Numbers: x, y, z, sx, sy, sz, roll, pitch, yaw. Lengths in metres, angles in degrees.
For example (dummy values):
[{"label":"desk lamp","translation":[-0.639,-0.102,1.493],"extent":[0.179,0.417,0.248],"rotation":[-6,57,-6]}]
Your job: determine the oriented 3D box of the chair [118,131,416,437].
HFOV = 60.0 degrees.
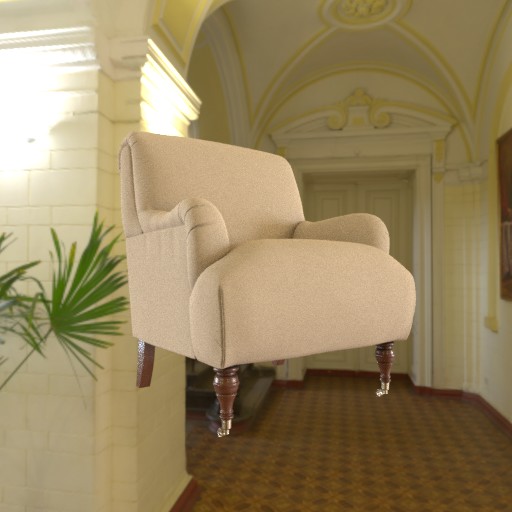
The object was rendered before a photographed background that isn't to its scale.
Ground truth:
[{"label":"chair","translation":[0.000,0.000,1.559],"extent":[0.766,0.942,0.842],"rotation":[1,-1,-35]}]
